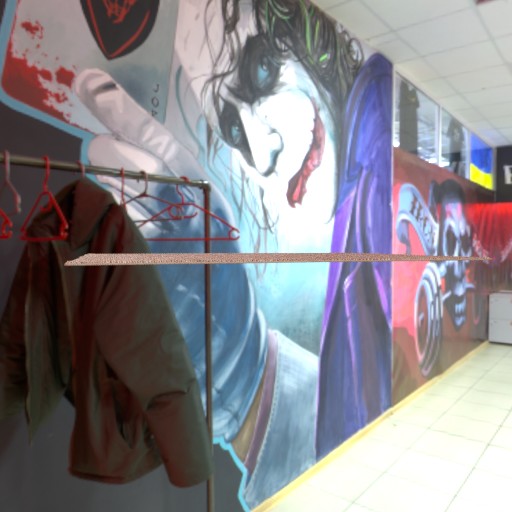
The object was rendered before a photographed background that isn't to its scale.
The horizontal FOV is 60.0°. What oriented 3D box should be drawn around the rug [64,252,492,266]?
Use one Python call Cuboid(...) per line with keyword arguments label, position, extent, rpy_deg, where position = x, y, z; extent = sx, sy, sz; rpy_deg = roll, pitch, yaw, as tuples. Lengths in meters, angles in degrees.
Cuboid(label="rug", position=(0.000, 0.000, 4.100), extent=(3.052, 0.030, 2.429), rpy_deg=(0, 1, -18))
